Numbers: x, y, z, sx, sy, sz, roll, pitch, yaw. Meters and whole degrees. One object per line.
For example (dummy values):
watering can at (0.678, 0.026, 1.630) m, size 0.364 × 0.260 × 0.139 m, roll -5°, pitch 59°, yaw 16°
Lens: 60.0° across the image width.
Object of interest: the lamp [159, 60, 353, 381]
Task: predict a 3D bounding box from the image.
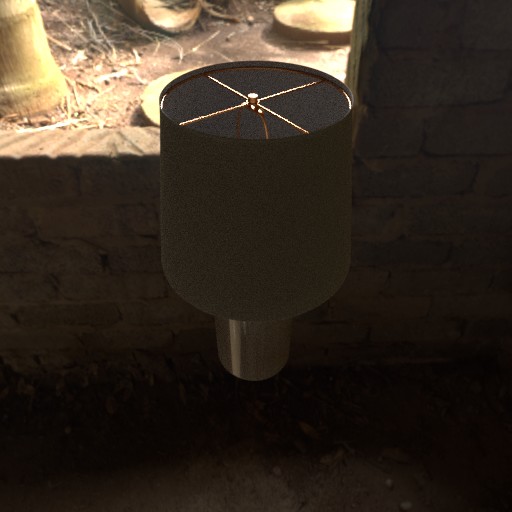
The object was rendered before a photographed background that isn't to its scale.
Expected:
lamp at (0.000, 0.000, 0.457) m, size 0.189 × 0.340 × 0.189 m, roll 0°, pitch 42°, yaw 0°
